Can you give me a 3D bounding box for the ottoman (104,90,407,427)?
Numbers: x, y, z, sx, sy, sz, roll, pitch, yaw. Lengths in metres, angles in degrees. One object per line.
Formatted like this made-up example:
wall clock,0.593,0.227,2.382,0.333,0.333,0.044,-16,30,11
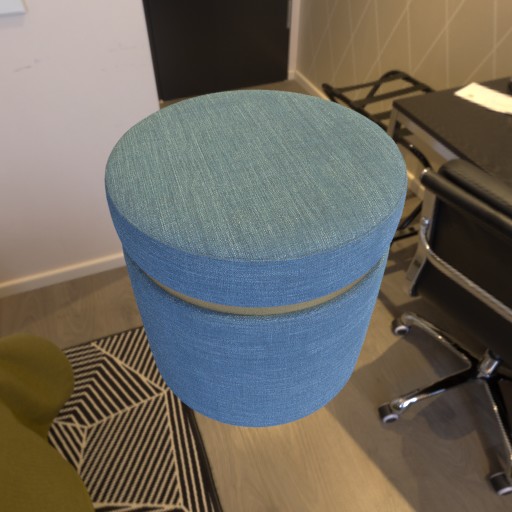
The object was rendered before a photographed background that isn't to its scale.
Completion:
ottoman,0.000,0.000,0.718,0.398,0.406,0.398,0,45,0
